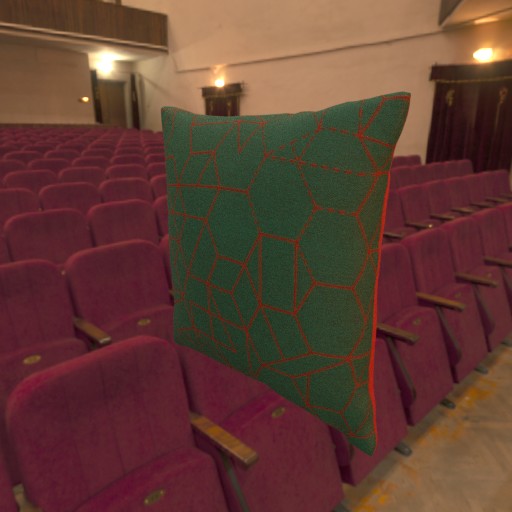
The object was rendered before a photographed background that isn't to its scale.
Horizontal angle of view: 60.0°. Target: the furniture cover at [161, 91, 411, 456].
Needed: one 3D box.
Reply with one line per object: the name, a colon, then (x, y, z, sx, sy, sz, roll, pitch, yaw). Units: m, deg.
furniture cover: (0.000, 0.000, 0.763, 0.158, 0.508, 0.517, -15, 22, -43)
